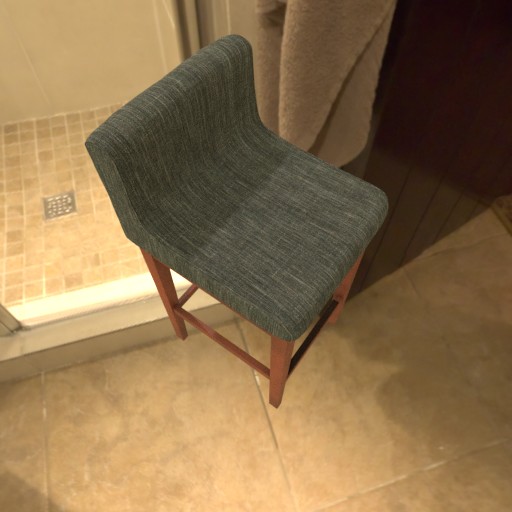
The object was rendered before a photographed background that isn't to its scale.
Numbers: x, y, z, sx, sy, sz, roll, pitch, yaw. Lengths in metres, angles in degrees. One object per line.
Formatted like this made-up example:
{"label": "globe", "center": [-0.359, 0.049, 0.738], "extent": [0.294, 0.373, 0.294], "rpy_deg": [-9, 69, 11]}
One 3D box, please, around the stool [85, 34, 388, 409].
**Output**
{"label": "stool", "center": [0.000, 0.000, 1.092], "extent": [0.459, 0.835, 0.395], "rpy_deg": [31, 62, 19]}
